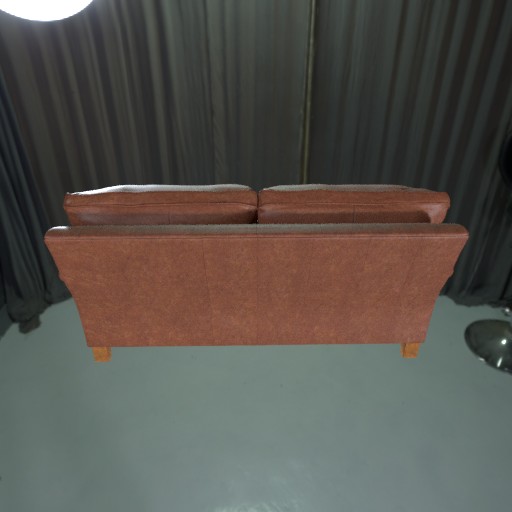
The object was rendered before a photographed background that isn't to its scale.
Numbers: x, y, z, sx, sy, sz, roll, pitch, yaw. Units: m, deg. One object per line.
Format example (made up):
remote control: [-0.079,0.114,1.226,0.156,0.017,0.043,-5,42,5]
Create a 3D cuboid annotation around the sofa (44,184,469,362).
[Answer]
sofa: [0.000,0.000,2.808,2.144,1.071,1.147,-1,31,-1]
